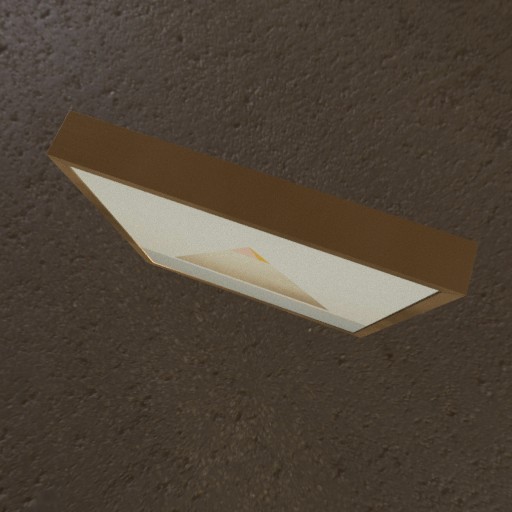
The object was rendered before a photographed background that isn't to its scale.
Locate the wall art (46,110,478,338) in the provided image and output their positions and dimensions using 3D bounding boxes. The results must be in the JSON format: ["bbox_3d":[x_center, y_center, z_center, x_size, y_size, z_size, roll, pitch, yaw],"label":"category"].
[{"bbox_3d":[0.000,0.000,0.453,0.305,0.303,0.038,19,75,5],"label":"wall art"}]
